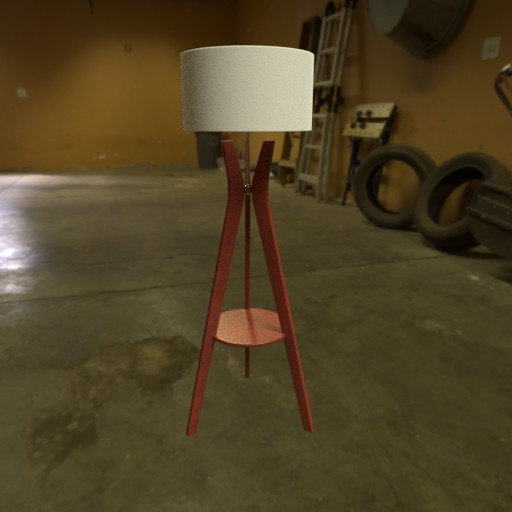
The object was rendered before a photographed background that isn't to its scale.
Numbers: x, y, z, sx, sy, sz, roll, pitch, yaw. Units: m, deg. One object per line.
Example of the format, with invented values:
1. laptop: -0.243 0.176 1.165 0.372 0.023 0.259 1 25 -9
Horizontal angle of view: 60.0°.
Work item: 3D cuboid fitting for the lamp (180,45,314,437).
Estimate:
1. lamp: 0.000 0.000 1.774 0.542 1.472 0.539 8 19 26
